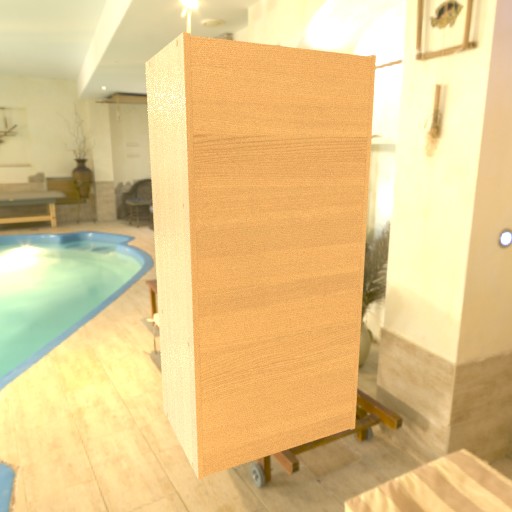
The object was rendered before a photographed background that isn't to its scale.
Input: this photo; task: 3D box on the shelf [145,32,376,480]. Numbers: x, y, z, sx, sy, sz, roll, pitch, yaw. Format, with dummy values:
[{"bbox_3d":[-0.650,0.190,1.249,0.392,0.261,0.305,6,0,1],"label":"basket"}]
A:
[{"bbox_3d":[0.000,0.000,1.061,0.417,0.876,0.292,-6,15,-25],"label":"shelf"}]
